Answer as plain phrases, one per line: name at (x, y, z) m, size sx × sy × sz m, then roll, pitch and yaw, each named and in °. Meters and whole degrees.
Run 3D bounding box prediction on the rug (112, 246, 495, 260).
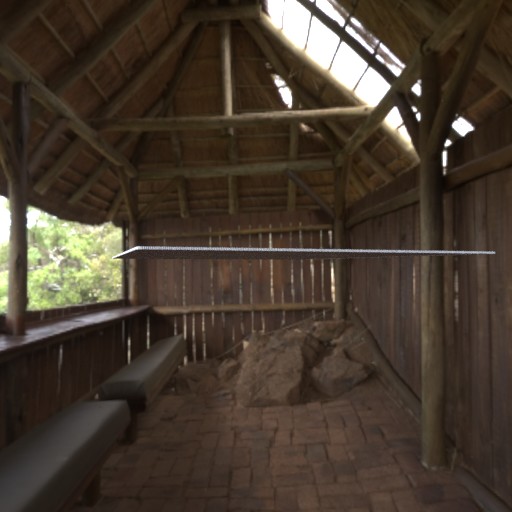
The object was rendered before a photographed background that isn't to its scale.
rug at (0.000, 0.000, 4.144) m, size 2.447 × 0.017 × 3.123 m, roll 0°, pitch -1°, yaw -20°
